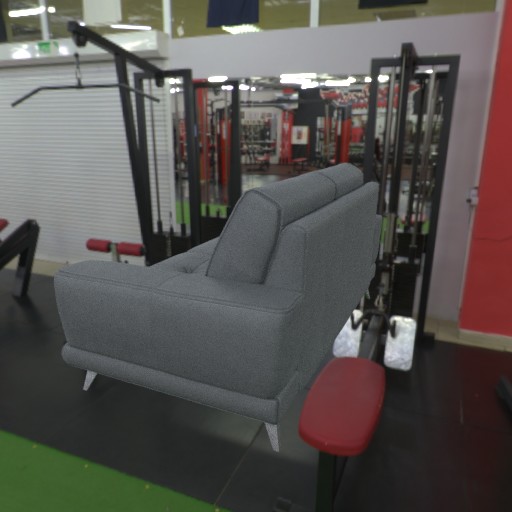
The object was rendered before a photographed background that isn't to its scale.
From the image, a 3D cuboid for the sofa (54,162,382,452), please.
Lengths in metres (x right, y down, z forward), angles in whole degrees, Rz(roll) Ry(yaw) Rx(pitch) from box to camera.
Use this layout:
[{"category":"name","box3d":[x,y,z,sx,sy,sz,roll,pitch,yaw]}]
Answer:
[{"category":"sofa","box3d":[0.000,0.000,2.348,1.018,0.907,1.806,7,18,24]}]
